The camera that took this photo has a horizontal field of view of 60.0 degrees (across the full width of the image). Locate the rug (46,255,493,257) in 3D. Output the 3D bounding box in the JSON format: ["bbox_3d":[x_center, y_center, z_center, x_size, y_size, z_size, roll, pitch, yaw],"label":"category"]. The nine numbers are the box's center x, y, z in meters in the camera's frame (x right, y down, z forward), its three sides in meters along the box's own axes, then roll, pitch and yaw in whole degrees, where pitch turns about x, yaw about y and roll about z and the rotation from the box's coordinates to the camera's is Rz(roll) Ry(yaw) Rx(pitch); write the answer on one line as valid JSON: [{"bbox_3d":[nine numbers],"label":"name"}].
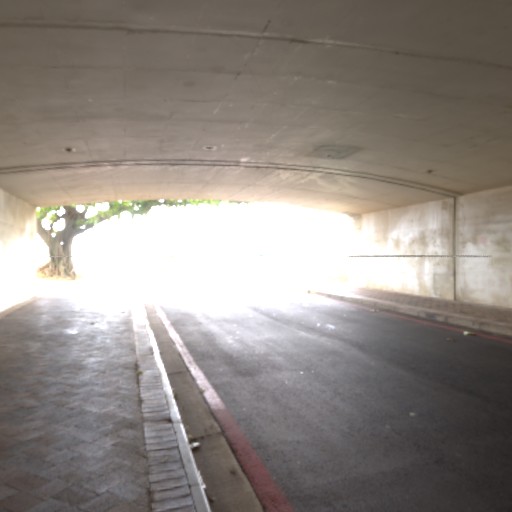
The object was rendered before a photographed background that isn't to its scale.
[{"bbox_3d":[0.000,0.000,2.643,2.390,0.014,0.741,0,0,16],"label":"rug"}]
